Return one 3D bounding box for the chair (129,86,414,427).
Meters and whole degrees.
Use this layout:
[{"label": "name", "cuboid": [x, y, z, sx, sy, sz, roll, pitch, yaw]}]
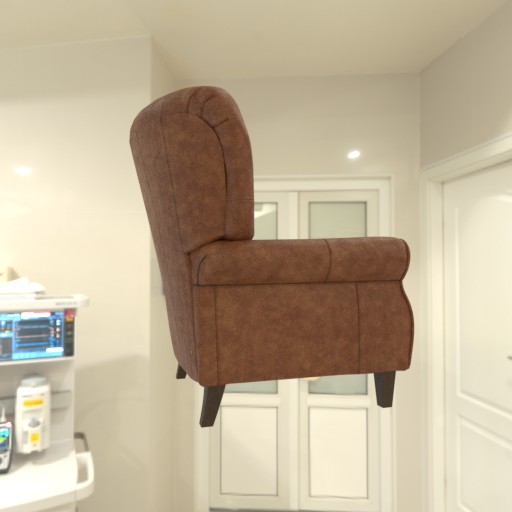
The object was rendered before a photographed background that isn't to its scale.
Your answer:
[{"label": "chair", "cuboid": [0.000, 0.000, 1.916, 1.059, 1.164, 0.951, 0, -1, -17]}]
